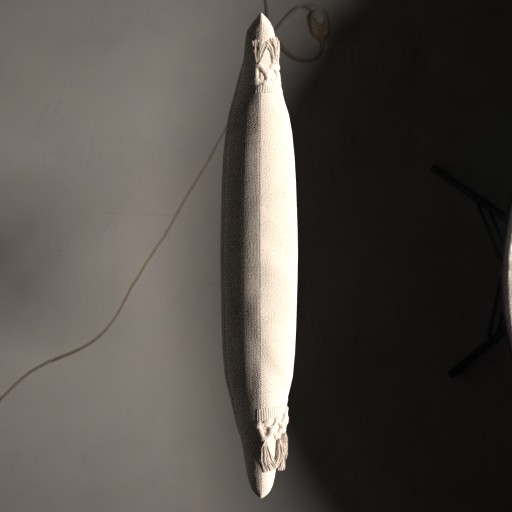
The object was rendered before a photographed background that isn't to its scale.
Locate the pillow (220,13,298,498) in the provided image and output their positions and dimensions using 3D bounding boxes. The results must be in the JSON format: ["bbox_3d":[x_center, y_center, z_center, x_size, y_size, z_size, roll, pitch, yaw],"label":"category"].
[{"bbox_3d":[0.000,0.000,0.567,0.084,0.305,0.466,0,90,-2],"label":"pillow"}]
